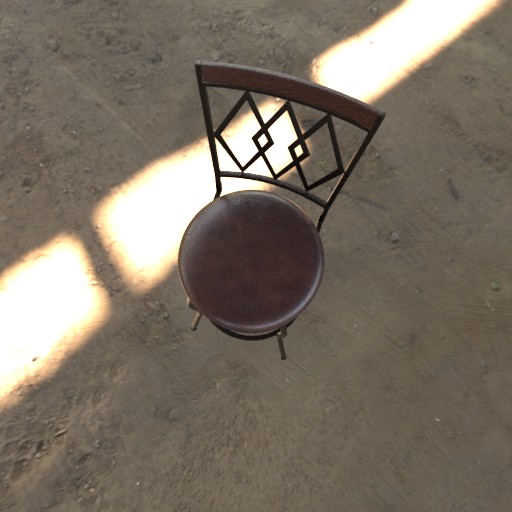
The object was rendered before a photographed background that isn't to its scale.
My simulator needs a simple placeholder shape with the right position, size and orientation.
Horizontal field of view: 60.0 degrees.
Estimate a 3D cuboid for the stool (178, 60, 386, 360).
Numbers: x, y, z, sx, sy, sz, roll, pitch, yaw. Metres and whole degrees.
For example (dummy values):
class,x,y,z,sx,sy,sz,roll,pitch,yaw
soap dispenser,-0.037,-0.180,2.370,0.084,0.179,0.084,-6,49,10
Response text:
class,x,y,z,sx,sy,sz,roll,pitch,yaw
stool,0.000,0.000,1.416,0.432,1.134,0.521,17,76,4
